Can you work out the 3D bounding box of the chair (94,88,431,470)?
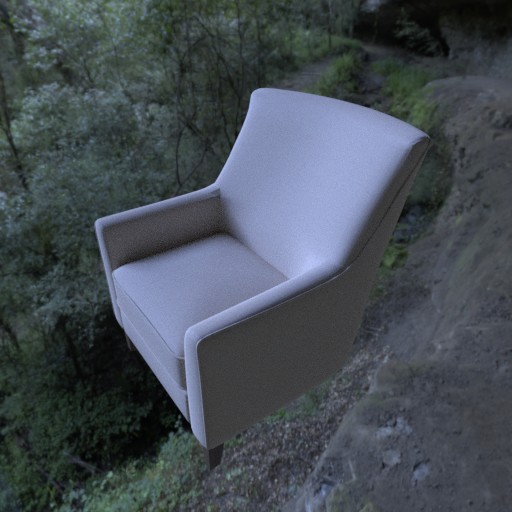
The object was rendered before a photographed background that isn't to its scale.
[{"bbox_3d":[0.000,0.000,1.526,0.879,0.916,0.756,-21,38,-29],"label":"chair"}]
